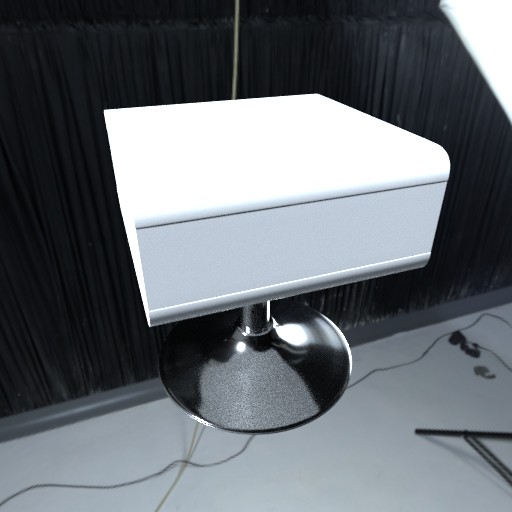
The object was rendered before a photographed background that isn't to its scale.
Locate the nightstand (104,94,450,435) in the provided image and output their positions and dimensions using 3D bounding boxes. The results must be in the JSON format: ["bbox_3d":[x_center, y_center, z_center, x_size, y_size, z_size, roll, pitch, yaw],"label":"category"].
[{"bbox_3d":[0.000,0.000,0.761,0.404,0.447,0.399,-11,33,-17],"label":"nightstand"}]
